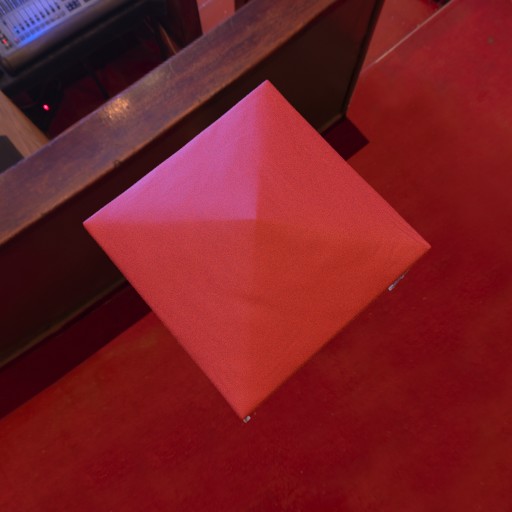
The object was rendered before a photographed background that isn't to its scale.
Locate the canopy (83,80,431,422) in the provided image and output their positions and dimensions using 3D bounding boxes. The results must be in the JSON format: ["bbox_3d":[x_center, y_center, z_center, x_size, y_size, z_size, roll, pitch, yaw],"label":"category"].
[{"bbox_3d":[0.000,0.000,6.413,3.599,3.600,3.600,-40,81,-8],"label":"canopy"}]
